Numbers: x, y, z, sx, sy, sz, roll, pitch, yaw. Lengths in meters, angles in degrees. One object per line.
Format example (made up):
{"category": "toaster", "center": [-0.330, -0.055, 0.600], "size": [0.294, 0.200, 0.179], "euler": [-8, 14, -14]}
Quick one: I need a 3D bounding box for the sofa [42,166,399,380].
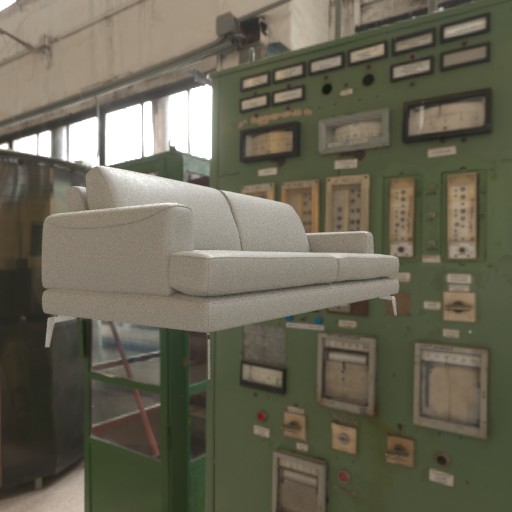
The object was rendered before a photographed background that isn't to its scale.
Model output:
{"category": "sofa", "center": [0.000, 0.000, 2.377], "size": [0.974, 0.765, 1.940], "euler": [0, -1, 34]}
